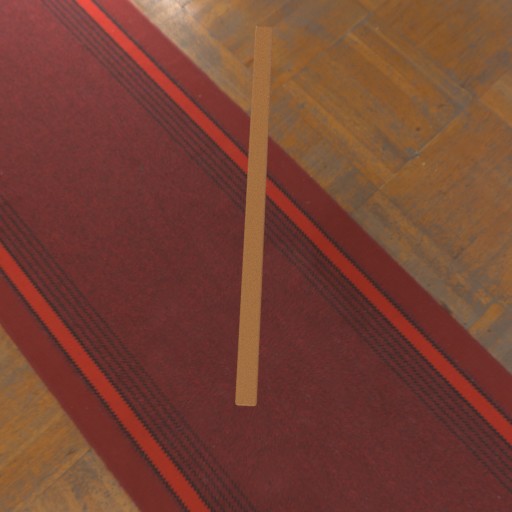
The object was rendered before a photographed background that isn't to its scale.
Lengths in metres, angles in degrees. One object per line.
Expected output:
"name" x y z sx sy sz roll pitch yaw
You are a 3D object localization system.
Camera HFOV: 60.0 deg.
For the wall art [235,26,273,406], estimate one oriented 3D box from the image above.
"wall art" 0.000 0.000 0.767 0.022 0.553 0.452 2 76 1
